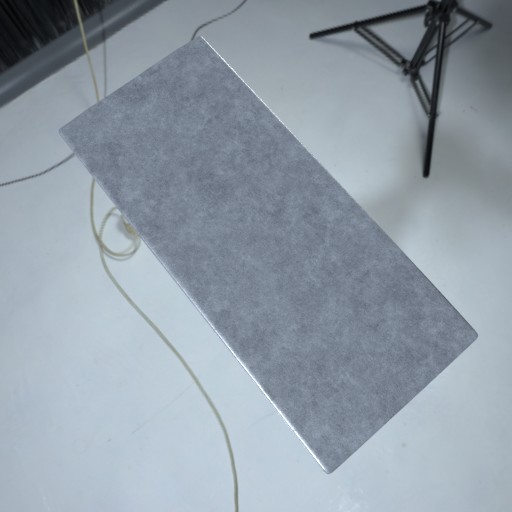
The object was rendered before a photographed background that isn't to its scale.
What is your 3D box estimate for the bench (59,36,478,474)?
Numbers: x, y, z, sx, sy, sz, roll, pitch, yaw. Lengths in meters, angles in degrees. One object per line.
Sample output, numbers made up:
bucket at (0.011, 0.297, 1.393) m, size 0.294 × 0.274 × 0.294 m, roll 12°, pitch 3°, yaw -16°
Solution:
bench at (0.000, 0.000, 1.158) m, size 0.401 × 0.501 × 0.905 m, roll -38°, pitch 79°, yaw -9°
